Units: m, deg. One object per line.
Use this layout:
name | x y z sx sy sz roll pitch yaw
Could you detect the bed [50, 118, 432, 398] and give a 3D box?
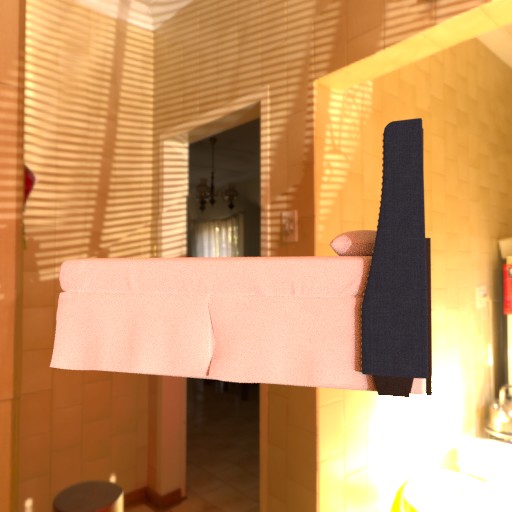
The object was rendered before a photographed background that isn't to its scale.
bed | 0.000 0.000 3.159 2.223 1.402 1.604 -1 -2 17
